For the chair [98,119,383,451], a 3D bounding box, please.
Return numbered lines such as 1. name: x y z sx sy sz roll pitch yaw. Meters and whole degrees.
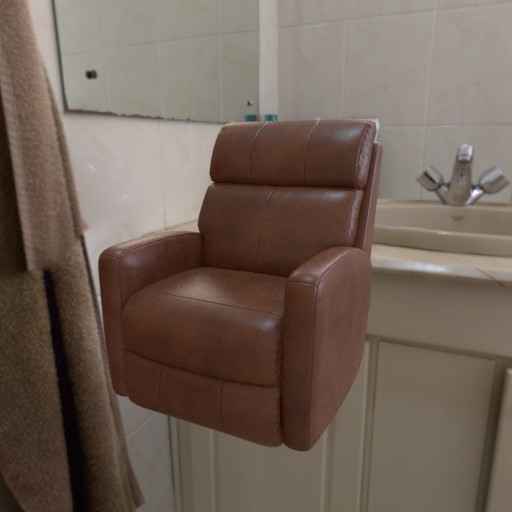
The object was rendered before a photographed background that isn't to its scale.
1. chair: 0.000 0.000 1.673 0.787 1.016 0.939 7 15 25
